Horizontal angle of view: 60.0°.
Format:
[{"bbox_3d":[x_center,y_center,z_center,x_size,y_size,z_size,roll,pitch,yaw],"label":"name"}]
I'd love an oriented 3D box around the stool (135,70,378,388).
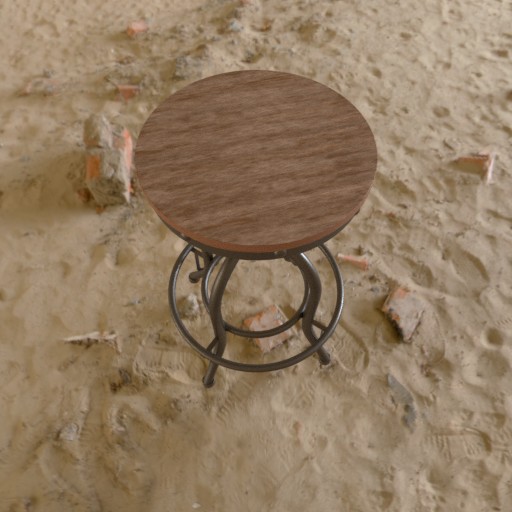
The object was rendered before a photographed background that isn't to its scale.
[{"bbox_3d":[0.000,0.000,0.900,0.439,0.609,0.439,30,63,17],"label":"stool"}]
